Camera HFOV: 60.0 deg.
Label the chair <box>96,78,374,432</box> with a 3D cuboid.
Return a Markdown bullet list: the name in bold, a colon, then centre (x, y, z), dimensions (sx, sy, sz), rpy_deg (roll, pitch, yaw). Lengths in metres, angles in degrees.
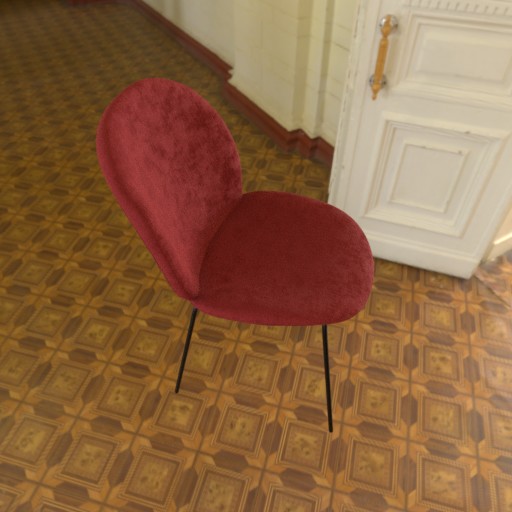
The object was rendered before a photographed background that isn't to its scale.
- **chair**: centre (0.000, 0.000, 1.124), dimensions (0.587, 0.791, 0.458), rpy_deg (11, 47, 10)
